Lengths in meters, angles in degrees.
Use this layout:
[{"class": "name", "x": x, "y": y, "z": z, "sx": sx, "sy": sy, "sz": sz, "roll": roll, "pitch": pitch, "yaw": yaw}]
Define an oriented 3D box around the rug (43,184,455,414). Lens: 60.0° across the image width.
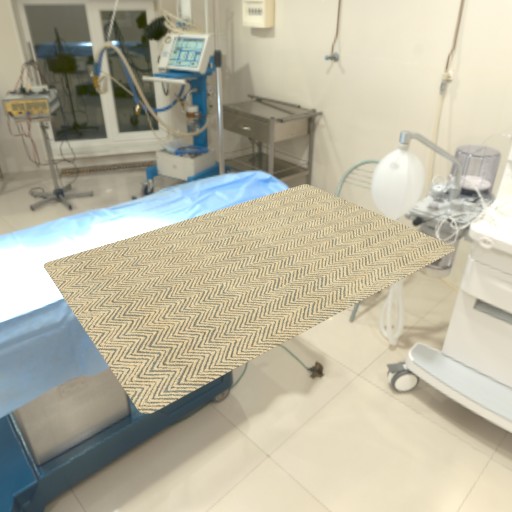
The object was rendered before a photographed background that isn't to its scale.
[{"class": "rug", "x": 0.000, "y": 0.000, "z": 2.220, "sx": 1.752, "sy": 0.008, "sz": 1.144, "roll": -21, "pitch": 36, "yaw": -32}]
